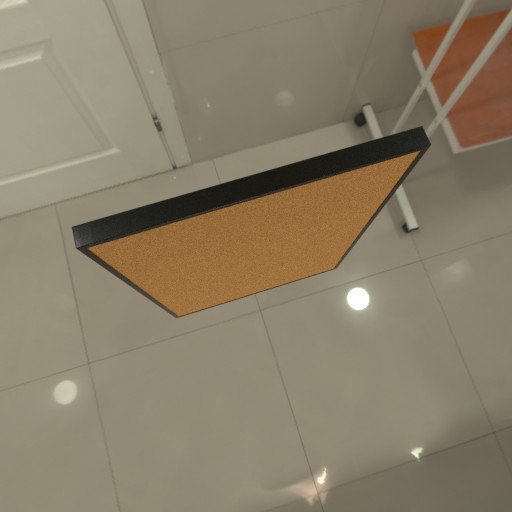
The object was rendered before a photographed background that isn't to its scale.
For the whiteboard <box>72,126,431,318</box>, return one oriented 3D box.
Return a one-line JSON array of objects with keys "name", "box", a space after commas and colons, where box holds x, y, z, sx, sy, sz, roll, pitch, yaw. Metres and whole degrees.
[{"name": "whiteboard", "box": [0.000, 0.000, 0.781, 0.406, 0.611, 0.026, -17, 76, -4]}]
